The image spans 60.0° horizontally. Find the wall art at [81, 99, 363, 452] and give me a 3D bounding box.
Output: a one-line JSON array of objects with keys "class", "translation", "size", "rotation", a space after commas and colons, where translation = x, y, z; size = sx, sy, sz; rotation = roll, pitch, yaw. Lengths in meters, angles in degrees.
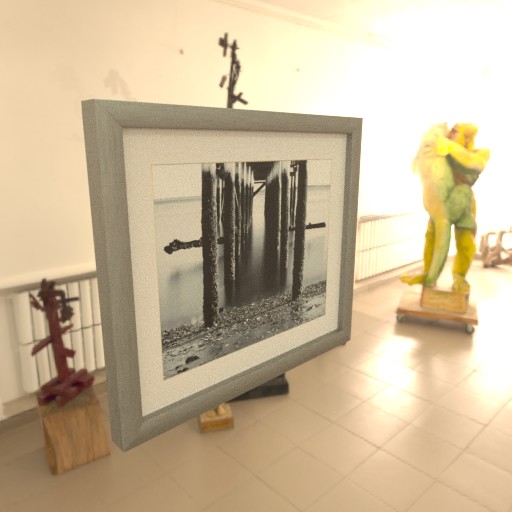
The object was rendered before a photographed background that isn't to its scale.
[{"class": "wall art", "translation": [0.000, 0.000, 0.531], "size": [0.380, 0.330, 0.028], "rotation": [-13, 19, -42]}]
